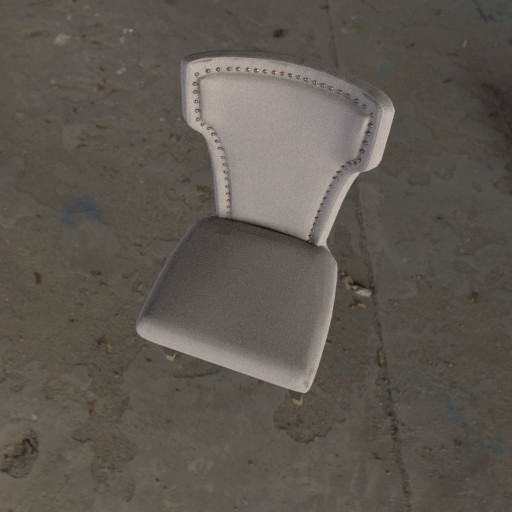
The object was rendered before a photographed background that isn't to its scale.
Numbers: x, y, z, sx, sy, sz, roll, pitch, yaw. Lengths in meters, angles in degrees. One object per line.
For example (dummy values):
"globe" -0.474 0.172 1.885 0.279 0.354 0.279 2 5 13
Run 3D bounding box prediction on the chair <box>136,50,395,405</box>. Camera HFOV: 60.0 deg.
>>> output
"chair" 0.000 0.000 1.313 0.526 0.950 0.630 17 61 9
